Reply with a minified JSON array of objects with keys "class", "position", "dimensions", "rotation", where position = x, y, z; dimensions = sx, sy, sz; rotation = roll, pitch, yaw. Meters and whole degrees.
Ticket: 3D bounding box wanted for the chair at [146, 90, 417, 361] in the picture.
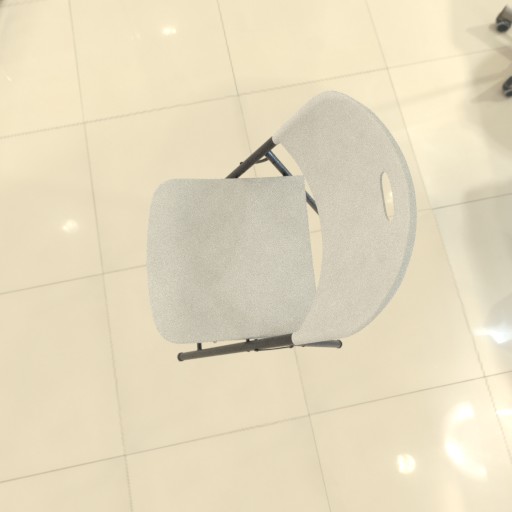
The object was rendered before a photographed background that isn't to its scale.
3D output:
[{"class":"chair","position":[0.000,0.000,1.166],"dimensions":[0.566,0.810,0.494],"rotation":[-4,76,-1]}]
